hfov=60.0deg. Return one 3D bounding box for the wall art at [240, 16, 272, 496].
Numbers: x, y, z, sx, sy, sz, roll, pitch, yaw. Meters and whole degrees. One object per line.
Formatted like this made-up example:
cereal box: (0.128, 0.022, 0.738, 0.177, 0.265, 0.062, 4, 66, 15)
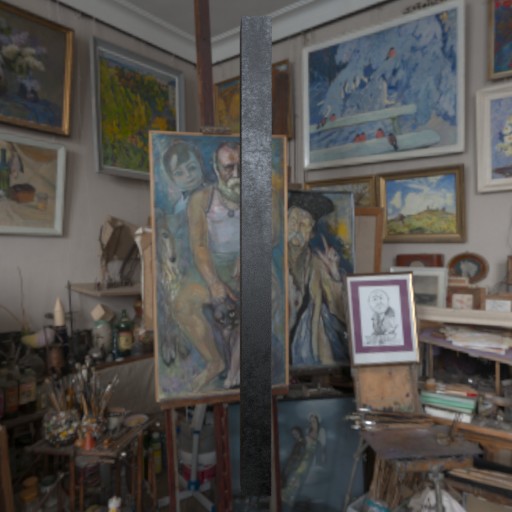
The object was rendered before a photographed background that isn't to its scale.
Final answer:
wall art: (0.000, 0.000, 0.579, 0.031, 0.457, 0.313, 0, 0, 0)
